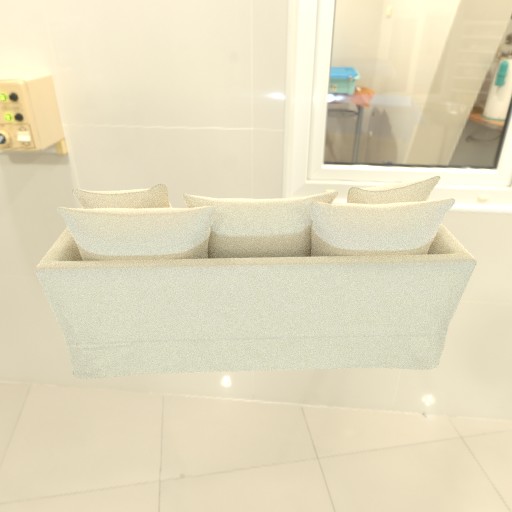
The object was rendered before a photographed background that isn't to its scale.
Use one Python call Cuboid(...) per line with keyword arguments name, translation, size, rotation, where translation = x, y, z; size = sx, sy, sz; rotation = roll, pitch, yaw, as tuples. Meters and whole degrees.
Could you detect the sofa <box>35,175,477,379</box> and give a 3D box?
Cuboid(name="sofa", translation=(0.000, 0.000, 2.799), size=(2.290, 1.034, 1.031), rotation=(-1, 29, -2))
